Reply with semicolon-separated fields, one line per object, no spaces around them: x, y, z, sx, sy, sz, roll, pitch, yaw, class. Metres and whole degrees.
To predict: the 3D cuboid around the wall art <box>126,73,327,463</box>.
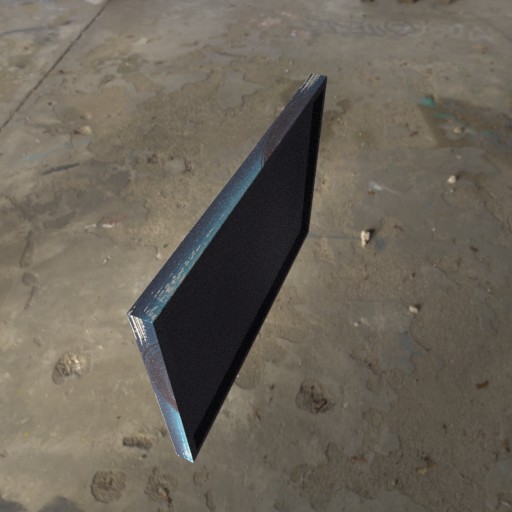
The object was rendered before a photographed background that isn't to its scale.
0.000;0.000;0.793;0.033;0.406;0.609;17;49;16;wall art
